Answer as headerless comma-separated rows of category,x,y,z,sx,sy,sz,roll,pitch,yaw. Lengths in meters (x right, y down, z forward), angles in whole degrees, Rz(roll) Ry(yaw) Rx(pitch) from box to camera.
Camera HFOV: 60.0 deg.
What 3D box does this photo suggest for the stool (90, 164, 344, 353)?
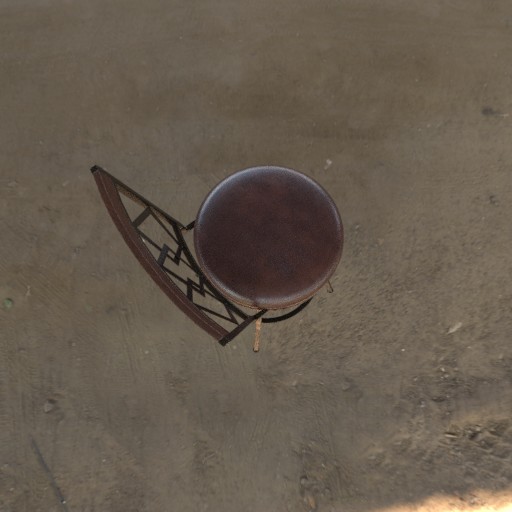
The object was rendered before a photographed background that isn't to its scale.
stool,0.000,0.000,1.365,0.521,1.134,0.432,-37,78,-9
